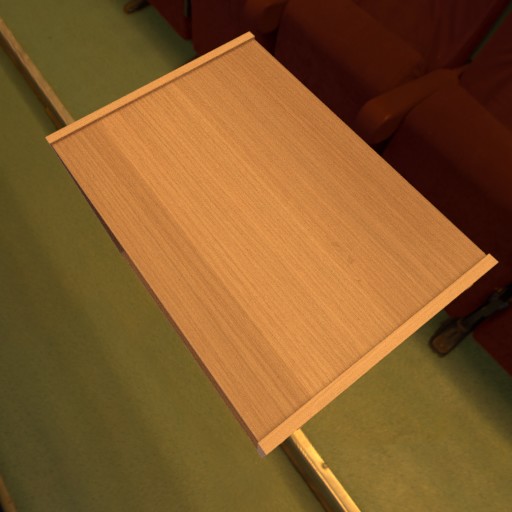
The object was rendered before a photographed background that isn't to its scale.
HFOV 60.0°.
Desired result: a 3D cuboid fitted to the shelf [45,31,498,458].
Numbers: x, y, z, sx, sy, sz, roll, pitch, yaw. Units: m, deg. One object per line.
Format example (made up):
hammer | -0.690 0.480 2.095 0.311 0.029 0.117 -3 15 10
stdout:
shelf | 0.000 0.000 0.610 0.290 0.305 0.415 -34 70 -15
